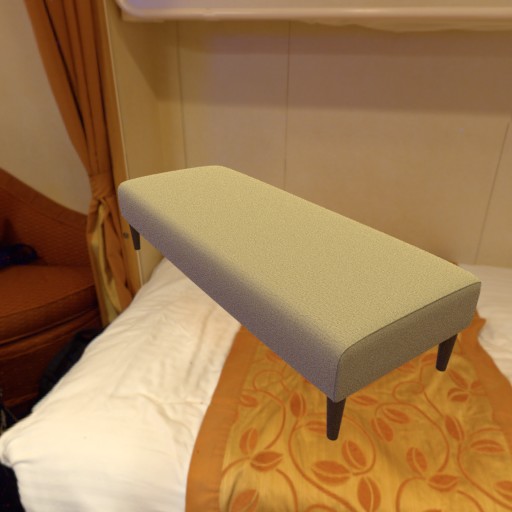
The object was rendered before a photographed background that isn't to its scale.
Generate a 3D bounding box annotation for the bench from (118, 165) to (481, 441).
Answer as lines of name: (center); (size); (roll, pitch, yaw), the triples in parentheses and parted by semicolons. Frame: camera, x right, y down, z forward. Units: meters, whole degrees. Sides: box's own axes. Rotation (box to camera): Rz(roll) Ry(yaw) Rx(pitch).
bench: (0.000, 0.000, 1.872); (0.646, 0.393, 1.609); (-17, 31, -30)
